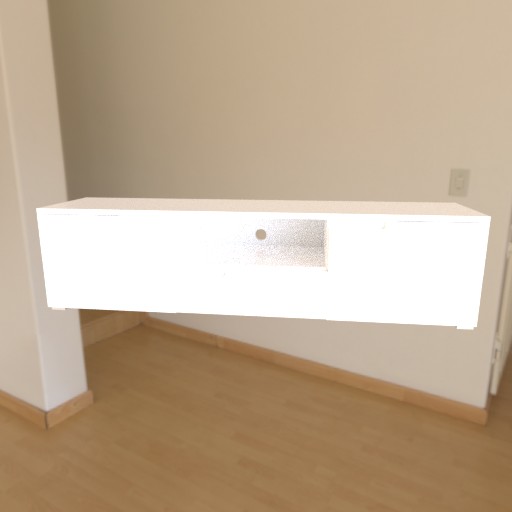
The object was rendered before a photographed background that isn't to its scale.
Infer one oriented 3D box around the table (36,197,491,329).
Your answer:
[{"bbox_3d":[0.000,0.000,1.837,1.650,0.420,0.390,2,14,7],"label":"table"}]
